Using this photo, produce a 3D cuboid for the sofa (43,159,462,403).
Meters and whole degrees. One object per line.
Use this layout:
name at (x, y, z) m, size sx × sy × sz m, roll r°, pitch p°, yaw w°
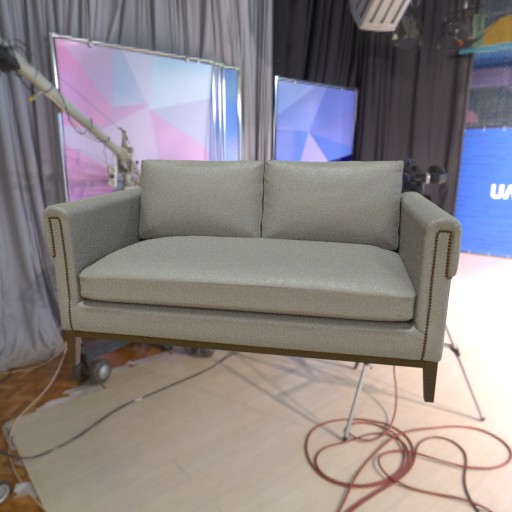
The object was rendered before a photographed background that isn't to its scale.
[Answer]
sofa at (0.000, 0.000, 2.091) m, size 1.598 × 0.873 × 0.899 m, roll 3°, pitch 14°, yaw 11°
